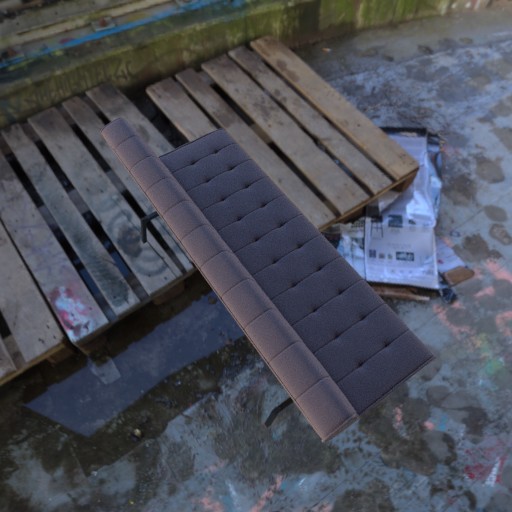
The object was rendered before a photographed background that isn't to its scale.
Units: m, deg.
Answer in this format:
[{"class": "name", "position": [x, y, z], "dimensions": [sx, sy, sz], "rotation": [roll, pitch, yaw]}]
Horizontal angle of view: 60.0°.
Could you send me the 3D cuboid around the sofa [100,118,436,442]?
[{"class": "sofa", "position": [0.000, 0.000, 2.147], "dimensions": [0.747, 0.699, 1.703], "rotation": [-31, 64, -17]}]
